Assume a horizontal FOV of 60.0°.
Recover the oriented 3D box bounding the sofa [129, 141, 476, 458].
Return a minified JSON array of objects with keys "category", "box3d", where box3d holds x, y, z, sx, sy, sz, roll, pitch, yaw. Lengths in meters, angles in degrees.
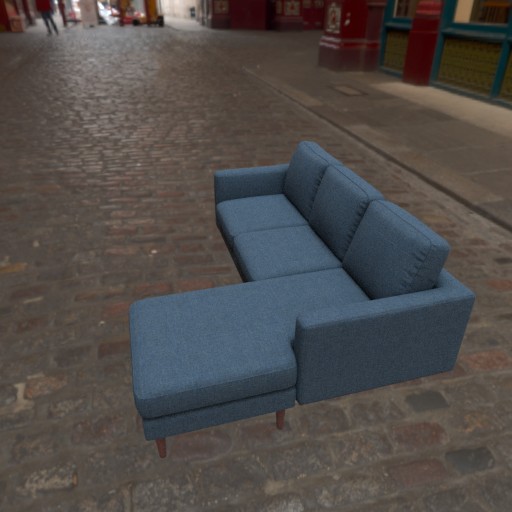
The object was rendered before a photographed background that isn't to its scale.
[{"category":"sofa","box3d":[0.000,0.000,2.916,1.667,0.957,2.055,-8,32,-14]}]
